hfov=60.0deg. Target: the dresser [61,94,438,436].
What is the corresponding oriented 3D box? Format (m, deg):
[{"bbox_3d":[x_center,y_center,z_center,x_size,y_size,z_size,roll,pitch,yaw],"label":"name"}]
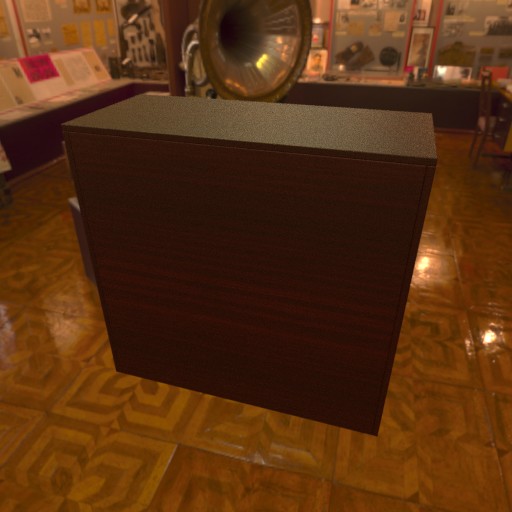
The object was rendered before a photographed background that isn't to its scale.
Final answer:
[{"bbox_3d":[0.000,0.000,1.170,0.750,0.720,0.360,9,32,15],"label":"dresser"}]
